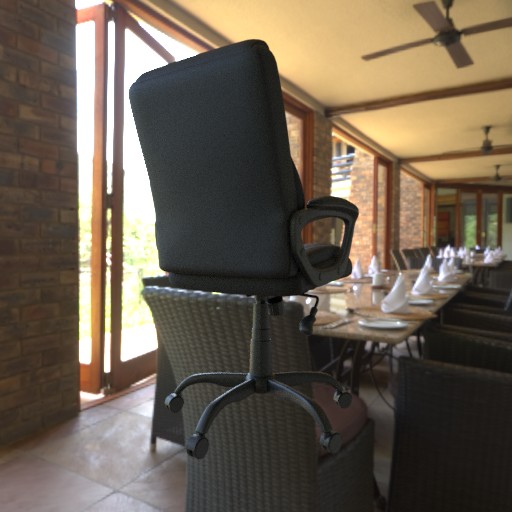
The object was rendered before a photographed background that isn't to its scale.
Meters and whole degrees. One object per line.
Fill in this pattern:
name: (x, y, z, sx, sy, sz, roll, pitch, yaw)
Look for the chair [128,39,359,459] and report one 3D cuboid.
chair: (0.000, 0.000, 1.413, 0.615, 1.072, 0.655, 1, 2, 34)
